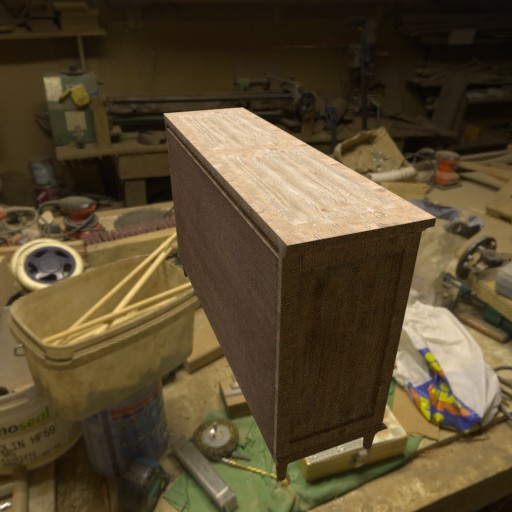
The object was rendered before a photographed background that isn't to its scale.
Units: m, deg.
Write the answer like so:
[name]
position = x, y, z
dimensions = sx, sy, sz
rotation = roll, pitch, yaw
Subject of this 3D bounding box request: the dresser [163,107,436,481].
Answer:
[dresser]
position = 0.000, 0.000, 2.078
dimensions = 0.457, 1.016, 1.626
rotation = -11, 31, -18
